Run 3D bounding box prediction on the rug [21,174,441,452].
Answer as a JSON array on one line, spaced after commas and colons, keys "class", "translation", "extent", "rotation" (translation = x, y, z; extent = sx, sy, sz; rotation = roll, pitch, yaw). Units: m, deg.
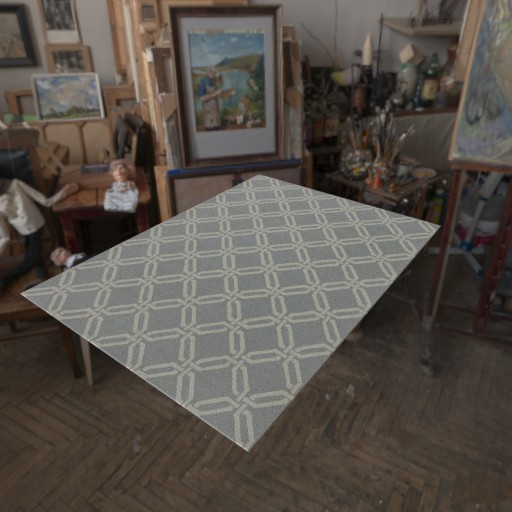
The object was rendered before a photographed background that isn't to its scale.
[{"class": "rug", "translation": [0.000, 0.000, 4.248], "extent": [2.438, 0.013, 3.353], "rotation": [22, 38, 31]}]
